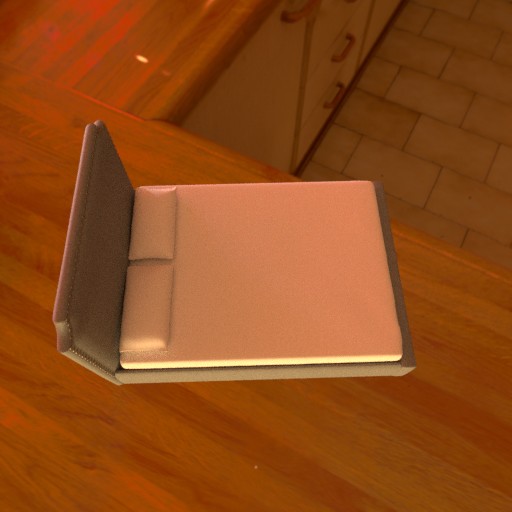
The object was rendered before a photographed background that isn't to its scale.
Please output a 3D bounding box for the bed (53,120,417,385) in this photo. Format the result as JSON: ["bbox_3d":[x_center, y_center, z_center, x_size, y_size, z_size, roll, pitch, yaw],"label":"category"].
[{"bbox_3d":[0.000,0.000,3.425,2.372,1.443,1.712,-2,65,-1],"label":"bed"}]
